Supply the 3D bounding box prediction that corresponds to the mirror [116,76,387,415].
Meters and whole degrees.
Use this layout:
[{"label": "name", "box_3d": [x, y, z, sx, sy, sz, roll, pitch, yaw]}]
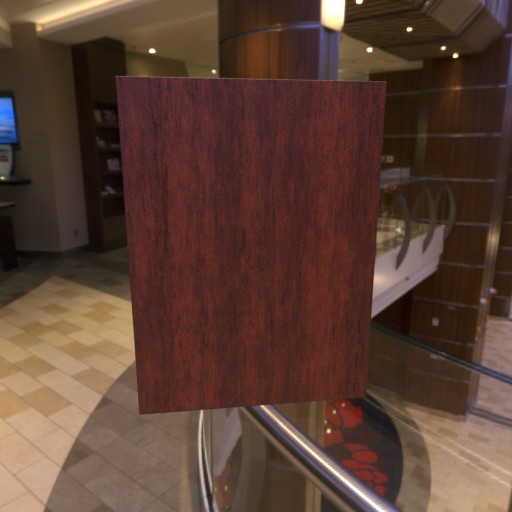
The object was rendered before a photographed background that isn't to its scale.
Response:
[{"label": "mirror", "box_3d": [0.000, 0.000, 1.079, 0.600, 0.805, 0.021, -2, 14, -8]}]
